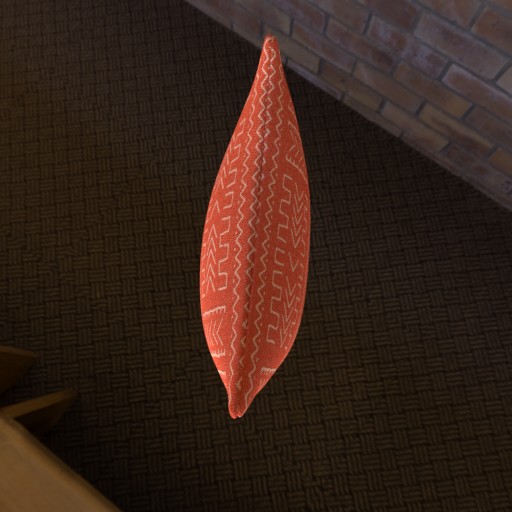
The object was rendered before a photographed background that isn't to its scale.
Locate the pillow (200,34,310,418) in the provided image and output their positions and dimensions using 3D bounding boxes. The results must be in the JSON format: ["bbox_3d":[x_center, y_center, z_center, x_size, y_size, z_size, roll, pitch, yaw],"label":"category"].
[{"bbox_3d":[0.000,0.000,0.673,0.164,0.429,0.438,5,76,1],"label":"pillow"}]
